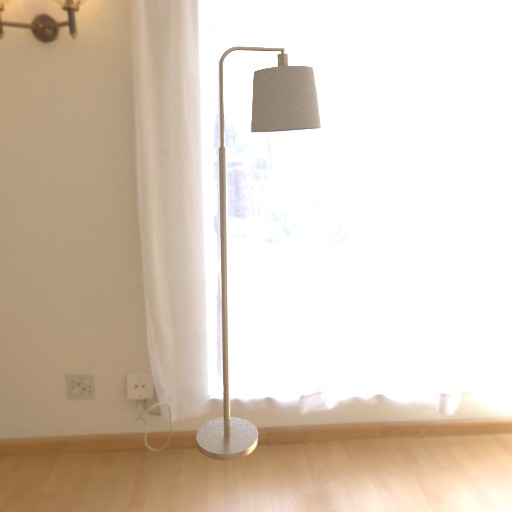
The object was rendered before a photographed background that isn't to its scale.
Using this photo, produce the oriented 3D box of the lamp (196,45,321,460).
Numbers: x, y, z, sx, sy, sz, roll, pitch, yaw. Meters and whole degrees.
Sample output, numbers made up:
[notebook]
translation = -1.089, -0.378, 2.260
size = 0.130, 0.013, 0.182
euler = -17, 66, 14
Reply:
[lamp]
translation = 0.000, 0.000, 1.668
size = 0.508, 1.478, 0.254
euler = -7, 14, -28
